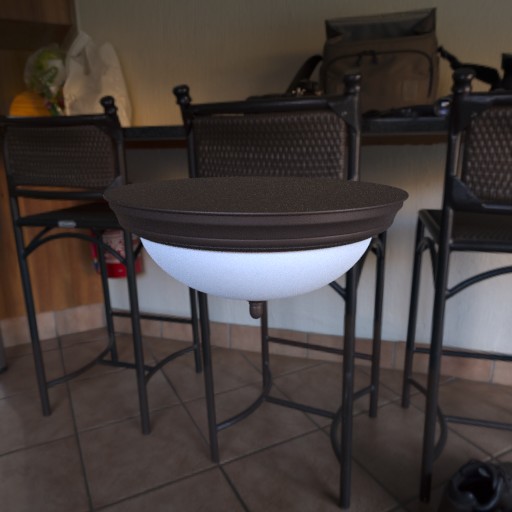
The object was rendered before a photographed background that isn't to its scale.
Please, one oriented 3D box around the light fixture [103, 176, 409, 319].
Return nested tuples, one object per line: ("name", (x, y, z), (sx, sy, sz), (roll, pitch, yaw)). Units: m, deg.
("light fixture", (0.000, 0.000, 0.444), (0.280, 0.135, 0.280), (0, 15, 0))
